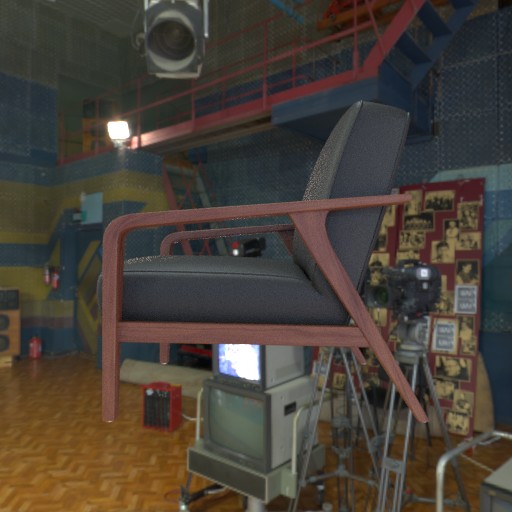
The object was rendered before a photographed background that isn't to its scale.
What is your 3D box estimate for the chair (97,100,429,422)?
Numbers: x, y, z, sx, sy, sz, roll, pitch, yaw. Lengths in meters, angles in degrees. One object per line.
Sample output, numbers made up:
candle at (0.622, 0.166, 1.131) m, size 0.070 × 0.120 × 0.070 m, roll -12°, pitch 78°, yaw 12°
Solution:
chair at (0.000, 0.000, 1.479) m, size 0.889 × 0.861 × 0.719 m, roll 0°, pitch -1°, yaw 0°
